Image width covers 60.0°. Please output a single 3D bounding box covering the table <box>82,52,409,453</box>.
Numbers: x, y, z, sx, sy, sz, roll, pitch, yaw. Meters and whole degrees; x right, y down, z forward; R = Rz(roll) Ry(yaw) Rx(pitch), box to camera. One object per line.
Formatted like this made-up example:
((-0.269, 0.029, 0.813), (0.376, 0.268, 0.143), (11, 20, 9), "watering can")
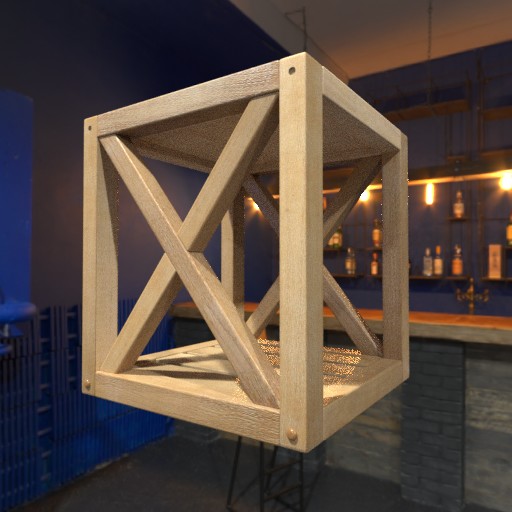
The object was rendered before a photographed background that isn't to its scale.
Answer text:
((0.000, 0.000, 1.050), (0.559, 0.610, 0.558), (-1, -1, 34), "table")
